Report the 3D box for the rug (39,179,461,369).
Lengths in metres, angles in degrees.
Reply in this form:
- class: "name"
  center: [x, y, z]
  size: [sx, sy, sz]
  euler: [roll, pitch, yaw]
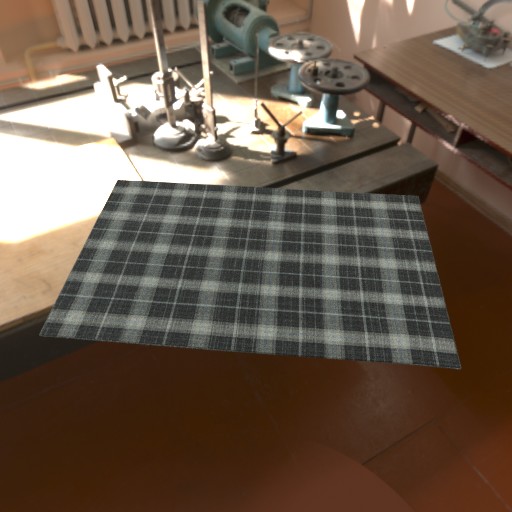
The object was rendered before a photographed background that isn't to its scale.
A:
- class: "rug"
  center: [0.000, 0.000, 3.049]
  size: [2.434, 0.015, 1.520]
  euler: [4, 47, 4]
